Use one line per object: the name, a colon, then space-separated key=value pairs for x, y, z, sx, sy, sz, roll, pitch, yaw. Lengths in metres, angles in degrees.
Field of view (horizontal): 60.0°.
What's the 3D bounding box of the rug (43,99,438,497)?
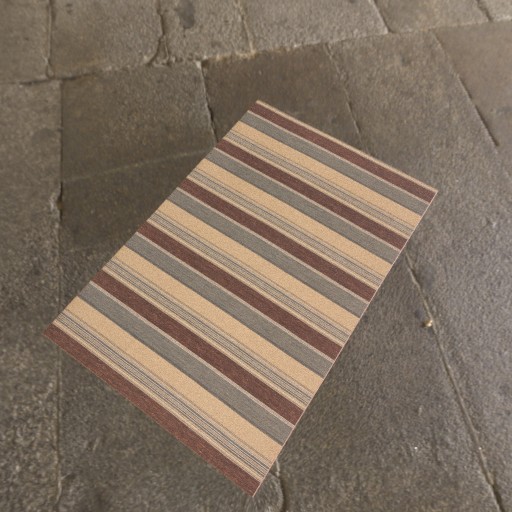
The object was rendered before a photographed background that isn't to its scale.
rug: x=0.000 y=0.000 z=2.293 sx=1.219 sy=0.008 sz=1.829 roll=31 pitch=68 yaw=15
